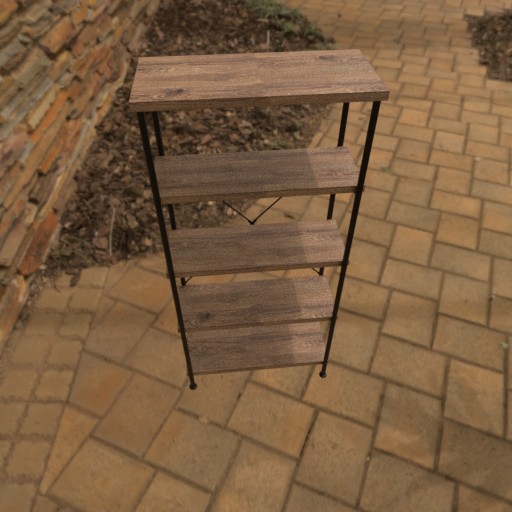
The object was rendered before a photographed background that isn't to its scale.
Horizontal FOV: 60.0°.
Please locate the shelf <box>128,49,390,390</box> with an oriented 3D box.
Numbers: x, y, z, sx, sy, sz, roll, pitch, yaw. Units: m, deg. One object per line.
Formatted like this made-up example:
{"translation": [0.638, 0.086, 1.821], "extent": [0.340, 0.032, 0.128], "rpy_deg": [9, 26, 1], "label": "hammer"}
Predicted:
{"translation": [0.000, 0.000, 2.067], "extent": [0.800, 1.700, 0.360], "rpy_deg": [-4, 44, -4], "label": "shelf"}
